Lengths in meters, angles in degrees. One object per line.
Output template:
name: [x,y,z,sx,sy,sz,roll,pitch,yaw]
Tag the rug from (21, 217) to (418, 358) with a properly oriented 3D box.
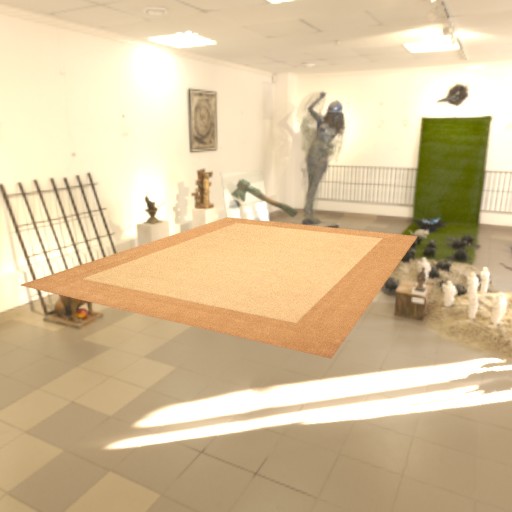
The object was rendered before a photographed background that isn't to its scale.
rug: [0.000,0.000,4.117,2.438,0.014,3.048,8,18,26]
